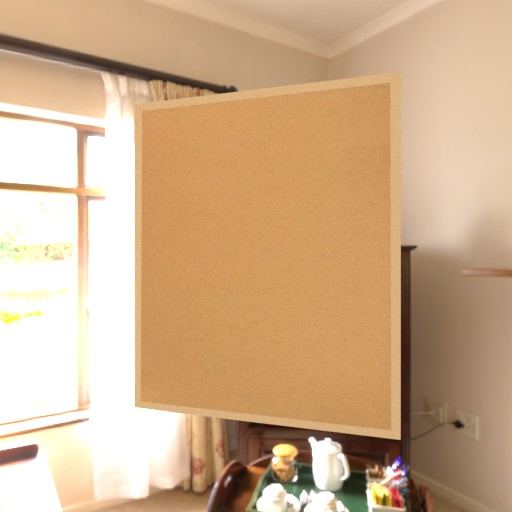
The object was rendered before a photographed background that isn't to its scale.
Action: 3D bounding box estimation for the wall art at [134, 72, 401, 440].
[{"bbox_3d":[0.000,0.000,0.614,0.382,0.456,0.013,0,0,18],"label":"wall art"}]
